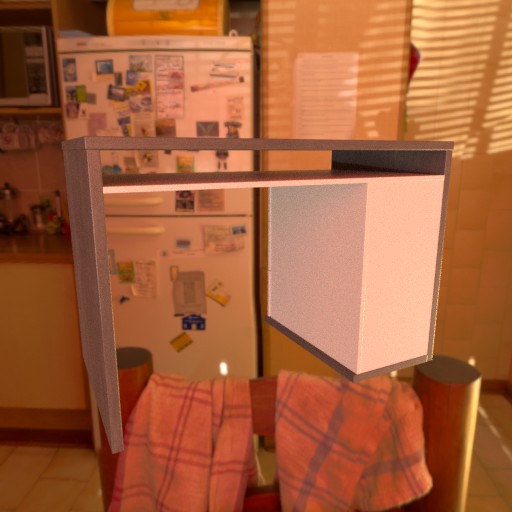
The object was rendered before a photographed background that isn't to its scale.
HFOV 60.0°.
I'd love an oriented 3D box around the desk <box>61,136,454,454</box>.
[{"bbox_3d":[0.000,0.000,1.498,1.100,0.750,0.600,-7,15,-26],"label":"desk"}]
